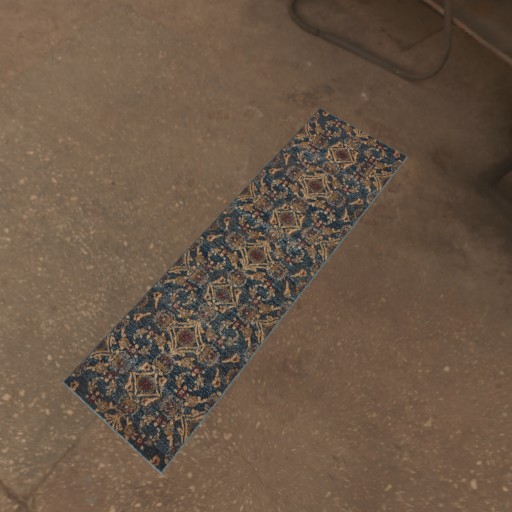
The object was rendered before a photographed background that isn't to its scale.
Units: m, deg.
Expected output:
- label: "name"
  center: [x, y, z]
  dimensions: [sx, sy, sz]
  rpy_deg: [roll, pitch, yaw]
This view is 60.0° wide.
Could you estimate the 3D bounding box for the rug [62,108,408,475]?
- label: "rug"
  center: [0.000, 0.000, 2.516]
  dimensions: [0.685, 0.014, 2.292]
  rpy_deg: [35, 69, 15]
